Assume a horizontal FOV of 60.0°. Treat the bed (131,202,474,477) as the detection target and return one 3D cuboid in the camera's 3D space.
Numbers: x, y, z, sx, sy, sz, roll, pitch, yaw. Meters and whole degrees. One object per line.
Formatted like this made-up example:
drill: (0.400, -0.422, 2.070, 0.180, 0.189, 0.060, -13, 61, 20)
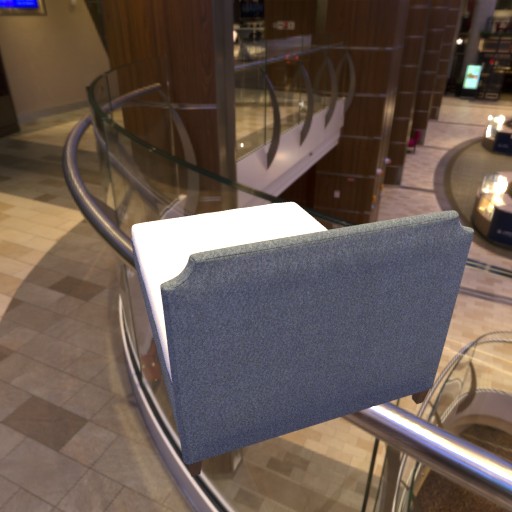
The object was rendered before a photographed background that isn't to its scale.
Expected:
bed: (0.000, 0.000, 3.390, 1.712, 1.443, 2.372, -10, 30, -18)
